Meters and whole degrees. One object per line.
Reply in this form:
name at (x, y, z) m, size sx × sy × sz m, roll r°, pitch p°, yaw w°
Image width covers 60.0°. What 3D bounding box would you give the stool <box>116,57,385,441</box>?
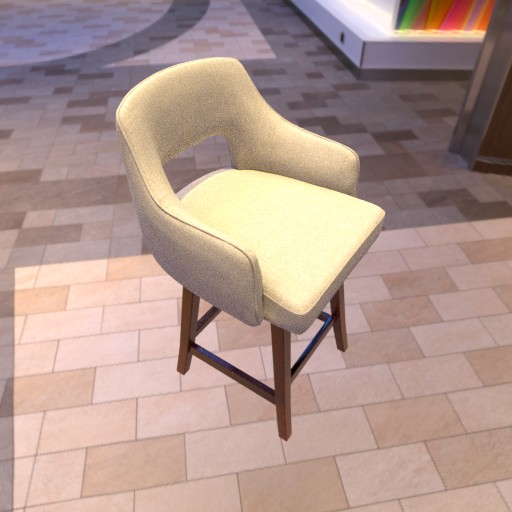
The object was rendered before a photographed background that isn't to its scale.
stool at (0.000, 0.000, 1.265) m, size 0.560 × 0.936 × 0.550 m, roll 24°, pitch 47°, yaw 25°
